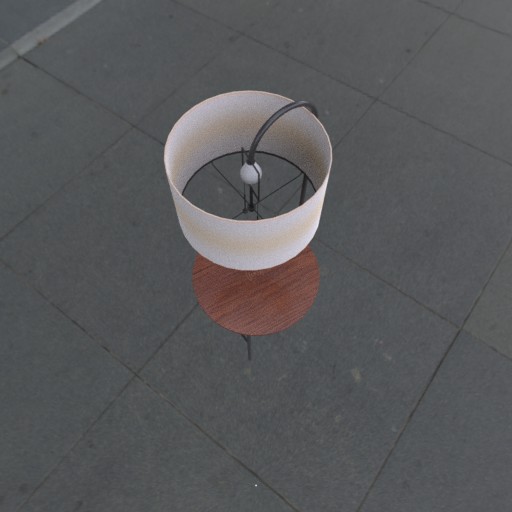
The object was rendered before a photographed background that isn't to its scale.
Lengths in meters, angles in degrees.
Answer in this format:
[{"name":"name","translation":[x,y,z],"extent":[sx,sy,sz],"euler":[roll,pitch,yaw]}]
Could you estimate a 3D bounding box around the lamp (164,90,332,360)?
[{"name":"lamp","translation":[0.000,0.000,1.848],"extent":[0.573,1.517,0.573],"euler":[0,63,0]}]
